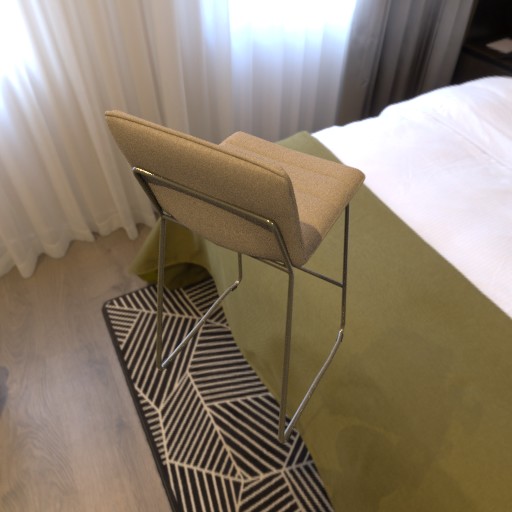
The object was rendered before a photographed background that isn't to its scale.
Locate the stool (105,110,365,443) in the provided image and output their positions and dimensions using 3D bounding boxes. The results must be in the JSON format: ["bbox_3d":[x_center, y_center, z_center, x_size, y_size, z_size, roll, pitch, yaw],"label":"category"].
[{"bbox_3d":[0.000,0.000,1.212,0.490,0.960,0.490,23,50,21],"label":"stool"}]
